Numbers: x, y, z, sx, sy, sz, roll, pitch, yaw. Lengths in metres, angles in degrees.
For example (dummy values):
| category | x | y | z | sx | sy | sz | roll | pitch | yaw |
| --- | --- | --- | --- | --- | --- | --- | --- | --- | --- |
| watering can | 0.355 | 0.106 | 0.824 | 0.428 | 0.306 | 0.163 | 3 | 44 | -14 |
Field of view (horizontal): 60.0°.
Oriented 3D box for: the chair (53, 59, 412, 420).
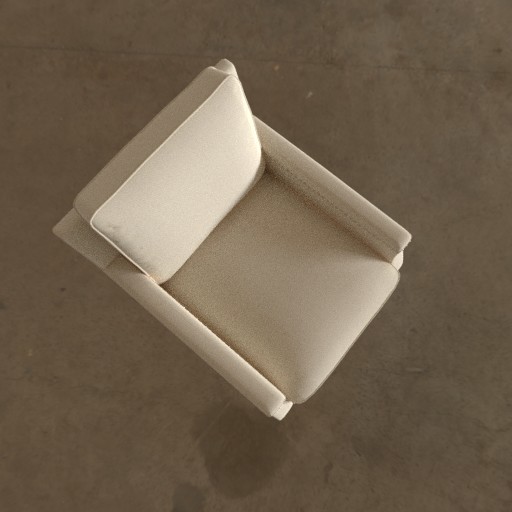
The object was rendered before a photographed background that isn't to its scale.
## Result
| category | x | y | z | sx | sy | sz | roll | pitch | yaw |
| --- | --- | --- | --- | --- | --- | --- | --- | --- | --- |
| chair | 0.000 | 0.000 | 1.733 | 1.014 | 0.943 | 0.853 | 39 | 79 | 9 |
